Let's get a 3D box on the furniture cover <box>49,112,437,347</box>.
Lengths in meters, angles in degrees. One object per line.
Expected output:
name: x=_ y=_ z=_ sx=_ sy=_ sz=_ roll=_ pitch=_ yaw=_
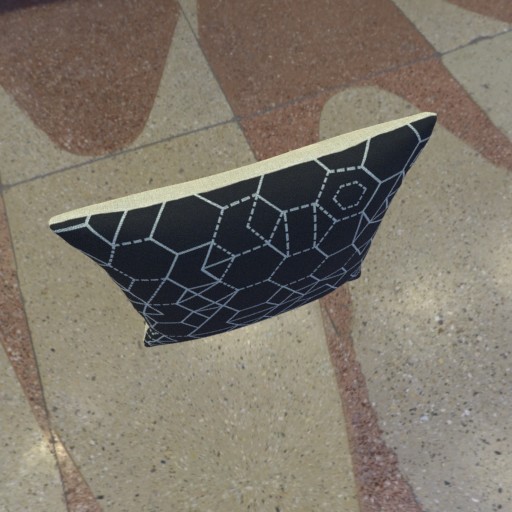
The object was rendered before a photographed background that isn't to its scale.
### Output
furniture cover: x=0.000 y=0.000 z=0.779 sx=0.517 sy=0.508 sz=0.158 roll=-18 pitch=64 yaw=-9
